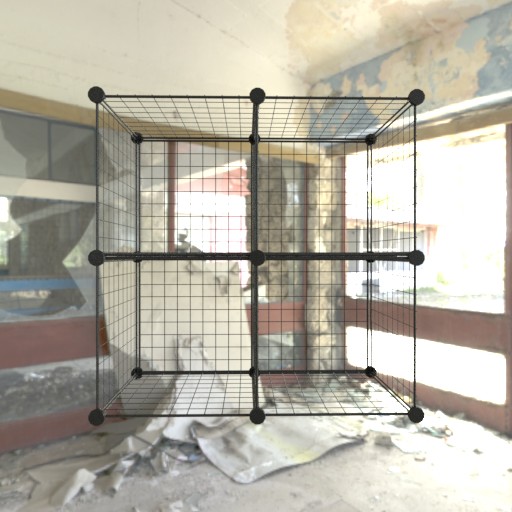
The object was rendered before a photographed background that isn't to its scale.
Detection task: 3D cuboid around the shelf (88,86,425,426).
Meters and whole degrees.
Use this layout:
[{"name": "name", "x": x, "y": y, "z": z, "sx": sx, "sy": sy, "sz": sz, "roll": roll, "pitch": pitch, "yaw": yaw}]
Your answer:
[{"name": "shelf", "x": 0.000, "y": 0.000, "z": 1.113, "sx": 0.711, "sy": 0.711, "sz": 0.356, "roll": 0, "pitch": 0, "yaw": -1}]
